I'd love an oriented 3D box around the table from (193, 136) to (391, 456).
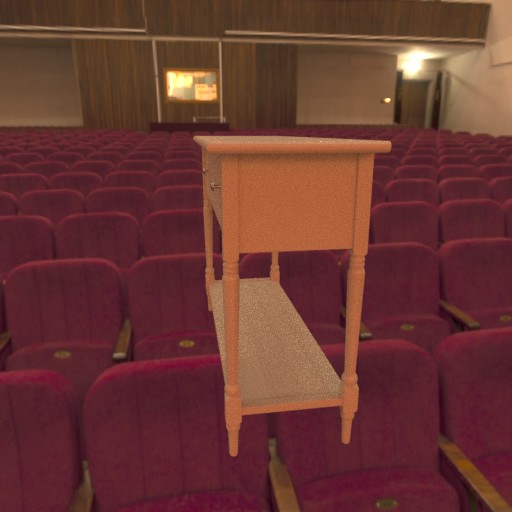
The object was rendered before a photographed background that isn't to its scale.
[{"bbox_3d":[0.000,0.000,1.567,0.384,0.808,1.197,-2,16,-9],"label":"table"}]
